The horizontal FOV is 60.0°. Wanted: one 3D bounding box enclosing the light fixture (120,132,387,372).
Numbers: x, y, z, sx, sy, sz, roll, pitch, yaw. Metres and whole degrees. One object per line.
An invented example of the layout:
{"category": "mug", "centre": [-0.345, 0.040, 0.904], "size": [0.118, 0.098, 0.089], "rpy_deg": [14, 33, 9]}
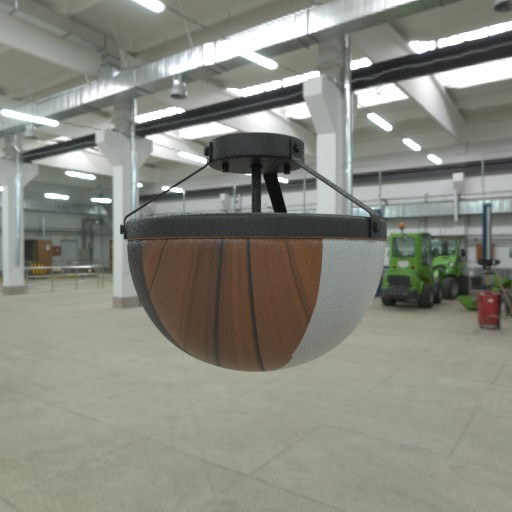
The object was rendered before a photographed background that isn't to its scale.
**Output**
{"category": "light fixture", "centre": [0.000, 0.000, 0.538], "size": [0.304, 0.269, 0.304], "rpy_deg": [0, 1, 0]}
